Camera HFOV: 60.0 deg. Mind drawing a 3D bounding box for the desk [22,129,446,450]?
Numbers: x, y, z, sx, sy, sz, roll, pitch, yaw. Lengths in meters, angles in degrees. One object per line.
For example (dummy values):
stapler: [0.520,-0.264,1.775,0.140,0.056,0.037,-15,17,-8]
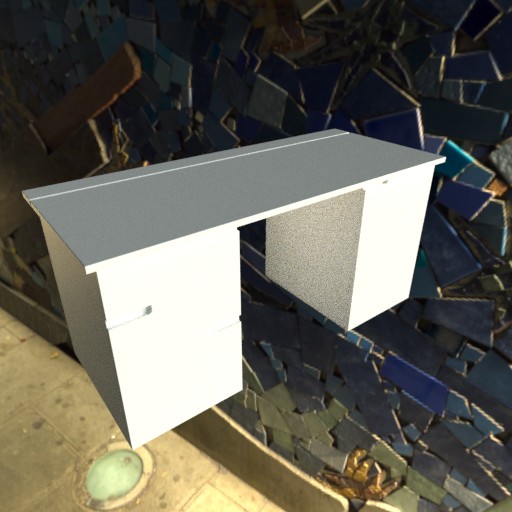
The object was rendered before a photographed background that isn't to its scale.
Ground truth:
desk: [0.000,0.000,1.941,1.580,0.760,0.670,-20,35,-32]
